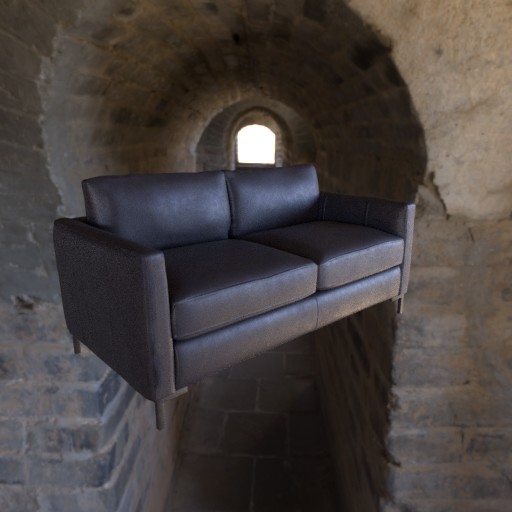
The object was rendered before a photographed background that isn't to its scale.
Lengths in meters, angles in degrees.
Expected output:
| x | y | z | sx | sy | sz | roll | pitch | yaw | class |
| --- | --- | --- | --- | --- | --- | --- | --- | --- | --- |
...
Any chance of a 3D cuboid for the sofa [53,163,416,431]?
| x | y | z | sx | sy | sz | roll | pitch | yaw | class |
| --- | --- | --- | --- | --- | --- | --- | --- | --- | --- |
| 0.000 | 0.000 | 2.361 | 1.805 | 0.883 | 0.947 | -14 | 21 | -42 | sofa |
